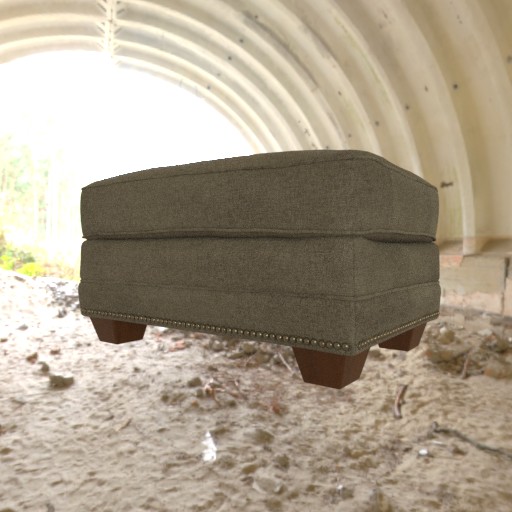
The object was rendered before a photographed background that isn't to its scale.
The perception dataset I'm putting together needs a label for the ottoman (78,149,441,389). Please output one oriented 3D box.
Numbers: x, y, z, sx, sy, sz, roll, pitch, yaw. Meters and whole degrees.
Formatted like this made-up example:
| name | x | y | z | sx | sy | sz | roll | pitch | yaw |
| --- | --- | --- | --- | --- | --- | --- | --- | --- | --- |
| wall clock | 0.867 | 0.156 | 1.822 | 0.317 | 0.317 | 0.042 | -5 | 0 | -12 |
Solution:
| name | x | y | z | sx | sy | sz | roll | pitch | yaw |
| --- | --- | --- | --- | --- | --- | --- | --- | --- | --- |
| ottoman | 0.000 | 0.000 | 1.151 | 0.813 | 0.457 | 0.561 | 0 | 1 | 37 |
